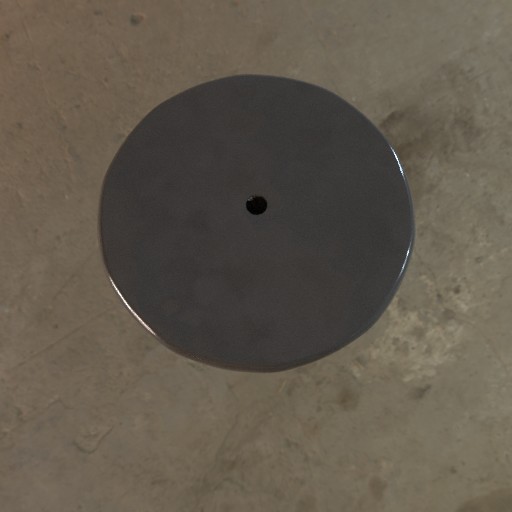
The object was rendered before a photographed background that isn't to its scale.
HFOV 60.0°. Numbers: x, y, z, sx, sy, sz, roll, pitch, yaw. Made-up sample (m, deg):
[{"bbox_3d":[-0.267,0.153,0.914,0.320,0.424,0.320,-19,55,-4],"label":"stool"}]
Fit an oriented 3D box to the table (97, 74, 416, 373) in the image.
[{"bbox_3d":[0.000,0.000,0.663,0.352,0.387,0.352,0,73,0],"label":"table"}]
